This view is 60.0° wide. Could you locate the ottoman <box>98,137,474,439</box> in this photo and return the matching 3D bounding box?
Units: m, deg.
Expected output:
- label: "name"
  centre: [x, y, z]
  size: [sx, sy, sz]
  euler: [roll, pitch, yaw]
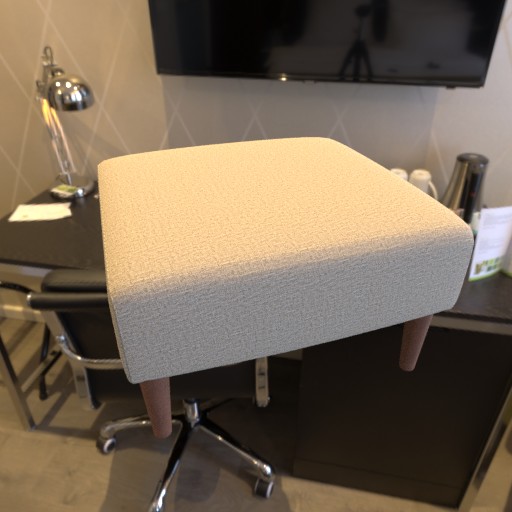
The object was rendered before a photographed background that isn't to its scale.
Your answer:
- label: "ottoman"
  centre: [0.000, 0.000, 1.042]
  size: [0.650, 0.398, 0.649]
  euler: [-10, 33, -16]
